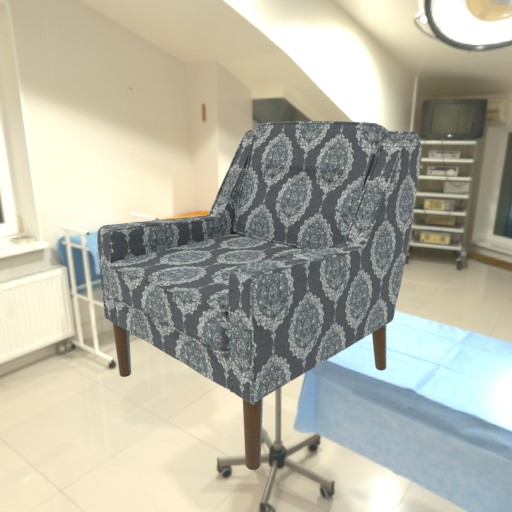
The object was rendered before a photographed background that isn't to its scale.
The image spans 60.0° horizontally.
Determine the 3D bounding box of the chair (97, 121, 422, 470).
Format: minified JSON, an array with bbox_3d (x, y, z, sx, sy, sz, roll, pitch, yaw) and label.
[{"bbox_3d":[0.000,0.000,1.355,0.663,0.792,0.743,15,22,42],"label":"chair"}]
